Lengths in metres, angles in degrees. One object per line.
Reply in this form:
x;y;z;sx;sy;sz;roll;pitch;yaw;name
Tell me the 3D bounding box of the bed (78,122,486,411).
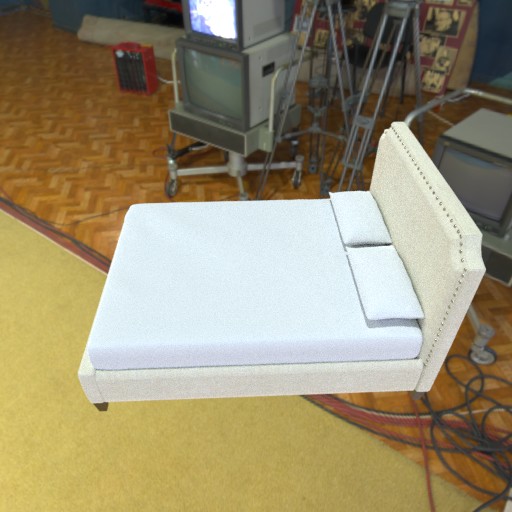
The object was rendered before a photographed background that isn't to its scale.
0.000;0.000;3.348;2.381;1.457;1.713;-2;41;-2;bed
